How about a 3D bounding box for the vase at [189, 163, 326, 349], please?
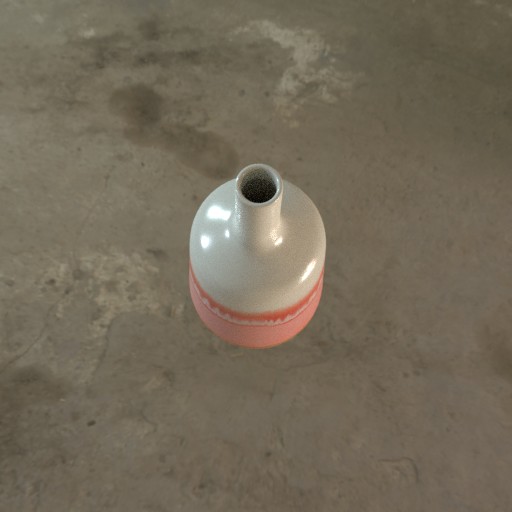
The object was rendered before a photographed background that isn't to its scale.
[{"bbox_3d":[0.000,0.000,0.382,0.144,0.296,0.144,0,75,0],"label":"vase"}]
